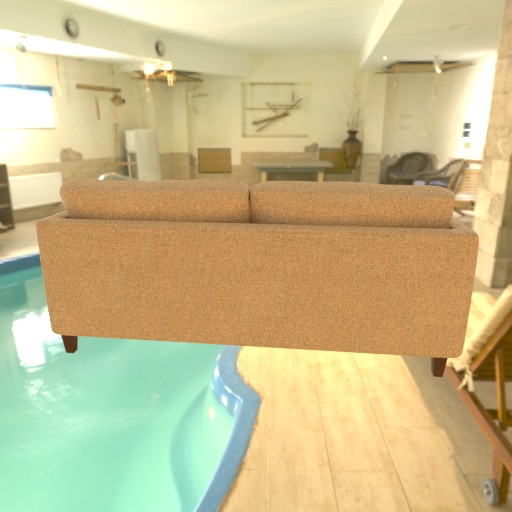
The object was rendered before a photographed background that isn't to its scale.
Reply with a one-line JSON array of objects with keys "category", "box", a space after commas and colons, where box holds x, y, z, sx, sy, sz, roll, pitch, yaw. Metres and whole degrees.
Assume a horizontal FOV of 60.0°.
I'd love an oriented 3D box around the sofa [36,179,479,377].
[{"category": "sofa", "box": [0.000, 0.000, 2.662, 2.208, 0.965, 0.951, 2, 17, 7]}]
